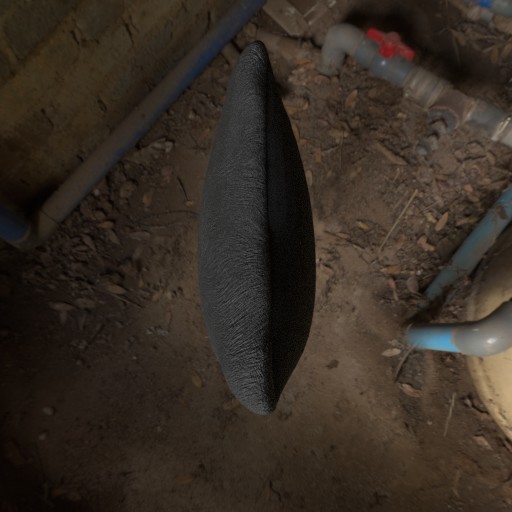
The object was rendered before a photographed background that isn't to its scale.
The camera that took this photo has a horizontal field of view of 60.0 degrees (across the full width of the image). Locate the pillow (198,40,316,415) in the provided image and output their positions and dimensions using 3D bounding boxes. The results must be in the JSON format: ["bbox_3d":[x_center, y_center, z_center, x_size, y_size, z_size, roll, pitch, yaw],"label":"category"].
[{"bbox_3d":[0.000,0.000,0.822,0.210,0.523,0.533,-2,76,0],"label":"pillow"}]
